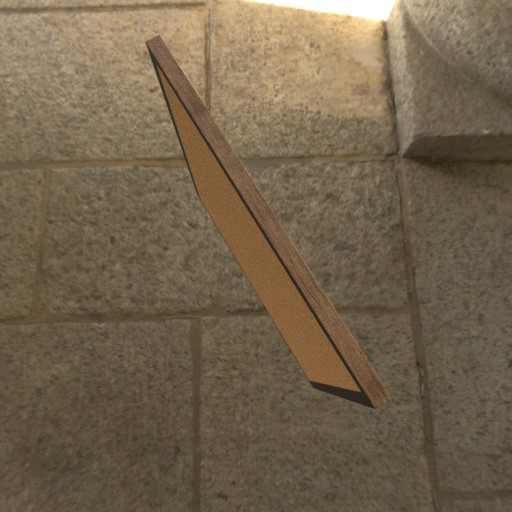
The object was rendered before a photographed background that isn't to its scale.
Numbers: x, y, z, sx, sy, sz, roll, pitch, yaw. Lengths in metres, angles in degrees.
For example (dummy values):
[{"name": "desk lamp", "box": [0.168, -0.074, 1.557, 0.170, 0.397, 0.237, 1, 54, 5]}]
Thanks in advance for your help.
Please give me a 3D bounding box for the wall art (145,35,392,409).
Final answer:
[{"name": "wall art", "box": [0.000, 0.000, 1.022, 0.029, 0.691, 0.695, -30, 78, -7]}]
